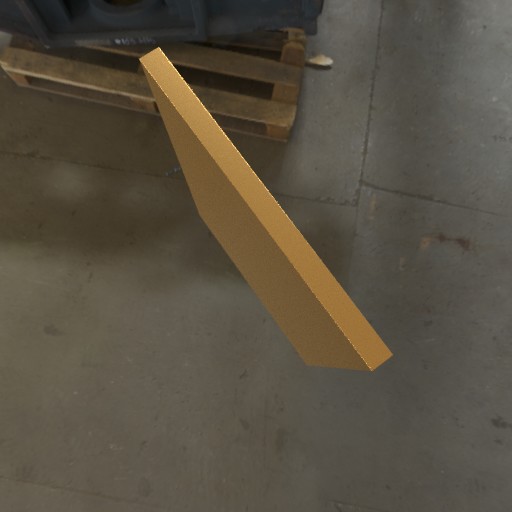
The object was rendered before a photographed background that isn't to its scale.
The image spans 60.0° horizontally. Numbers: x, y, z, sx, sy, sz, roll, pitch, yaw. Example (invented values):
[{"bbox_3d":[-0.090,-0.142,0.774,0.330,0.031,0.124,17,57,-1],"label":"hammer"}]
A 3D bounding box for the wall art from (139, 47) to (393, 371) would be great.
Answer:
[{"bbox_3d":[0.000,0.000,1.068,0.038,0.812,0.610,-35,79,-8],"label":"wall art"}]
